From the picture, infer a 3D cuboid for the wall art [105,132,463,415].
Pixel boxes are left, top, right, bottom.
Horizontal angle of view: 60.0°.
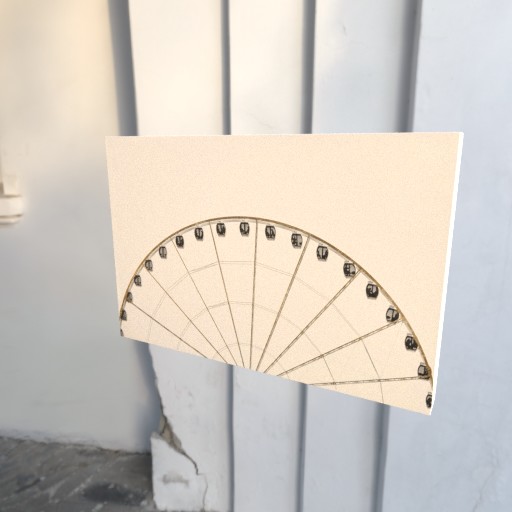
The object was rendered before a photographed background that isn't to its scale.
[{"bbox_3d":[0.000,0.000,0.483,0.384,0.254,0.039,7,16,27],"label":"wall art"}]
